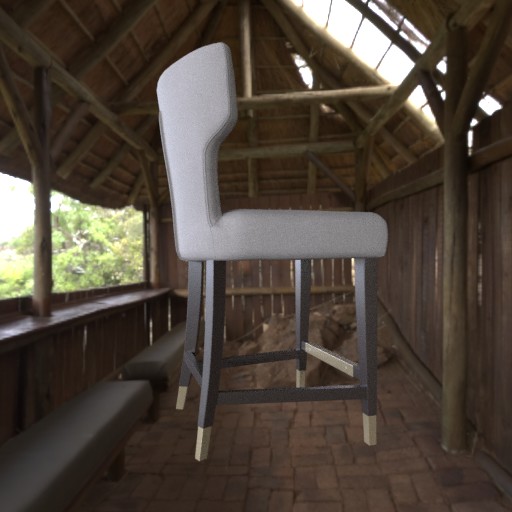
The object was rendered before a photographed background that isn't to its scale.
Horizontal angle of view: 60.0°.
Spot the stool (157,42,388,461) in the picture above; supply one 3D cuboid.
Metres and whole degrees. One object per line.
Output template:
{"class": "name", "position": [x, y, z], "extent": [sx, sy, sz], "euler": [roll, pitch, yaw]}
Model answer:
{"class": "stool", "position": [0.000, 0.000, 1.301], "extent": [0.563, 0.982, 0.527], "euler": [0, 1, -18]}
